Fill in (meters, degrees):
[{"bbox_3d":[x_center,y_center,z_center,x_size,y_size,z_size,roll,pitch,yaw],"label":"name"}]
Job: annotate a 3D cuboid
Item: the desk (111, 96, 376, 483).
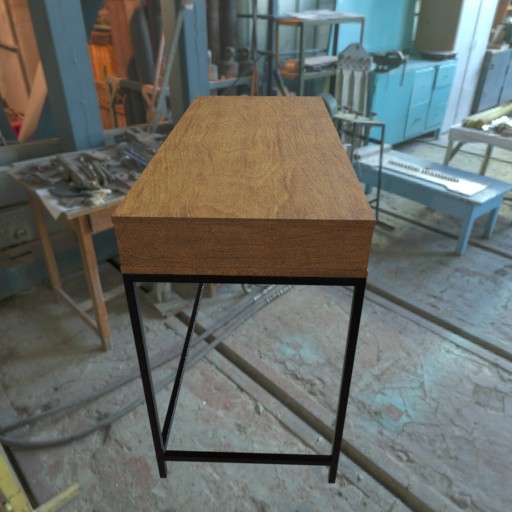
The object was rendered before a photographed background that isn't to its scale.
[{"bbox_3d":[0.000,0.000,1.393,0.470,0.762,1.016,1,31,2],"label":"desk"}]
